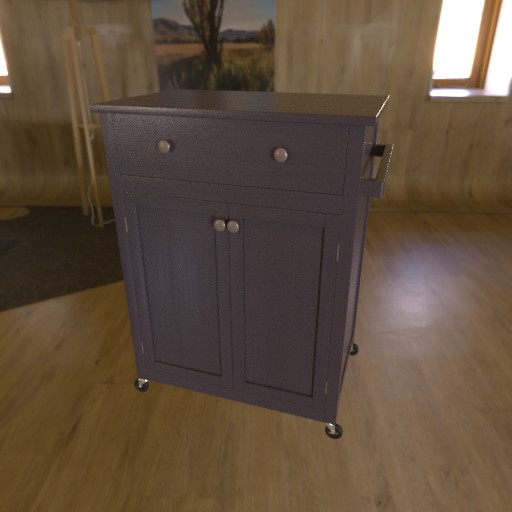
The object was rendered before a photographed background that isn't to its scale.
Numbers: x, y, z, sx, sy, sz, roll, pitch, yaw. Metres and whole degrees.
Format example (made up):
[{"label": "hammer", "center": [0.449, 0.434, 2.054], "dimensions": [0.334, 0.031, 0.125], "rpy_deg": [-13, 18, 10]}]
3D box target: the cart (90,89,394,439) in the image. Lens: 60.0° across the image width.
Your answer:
[{"label": "cart", "center": [0.000, 0.000, 1.316], "dimensions": [0.690, 0.878, 0.449], "rpy_deg": [8, 26, 16]}]
